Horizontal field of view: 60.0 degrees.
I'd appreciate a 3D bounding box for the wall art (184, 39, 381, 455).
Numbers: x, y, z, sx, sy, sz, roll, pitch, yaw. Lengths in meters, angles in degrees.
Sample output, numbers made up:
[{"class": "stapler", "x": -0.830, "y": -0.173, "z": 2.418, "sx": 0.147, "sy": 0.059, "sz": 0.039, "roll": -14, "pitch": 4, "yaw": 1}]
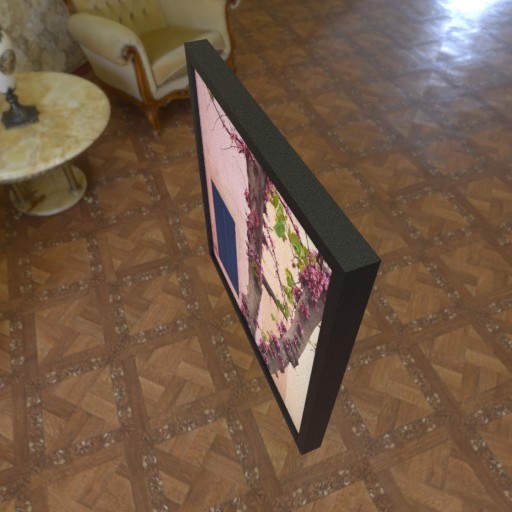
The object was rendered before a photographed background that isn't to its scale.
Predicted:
[{"class": "wall art", "x": 0.000, "y": 0.000, "z": 0.744, "sx": 0.038, "sy": 0.508, "sz": 0.508, "roll": -17, "pitch": 51, "yaw": -15}]
